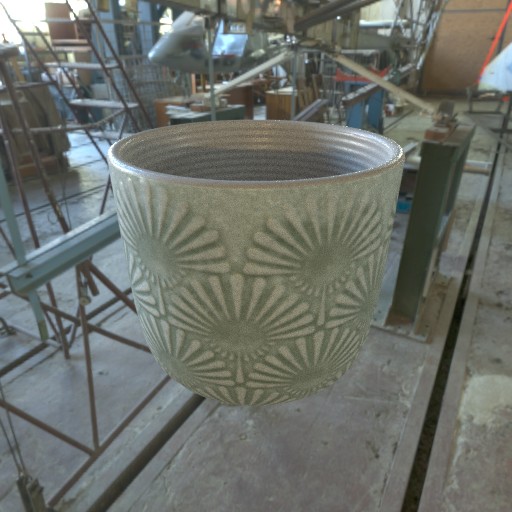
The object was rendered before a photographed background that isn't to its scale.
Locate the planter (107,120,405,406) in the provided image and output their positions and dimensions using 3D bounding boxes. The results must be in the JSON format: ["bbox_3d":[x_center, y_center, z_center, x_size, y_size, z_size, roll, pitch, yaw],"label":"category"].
[{"bbox_3d":[0.000,0.000,0.215,0.124,0.109,0.124,0,26,0],"label":"planter"}]
